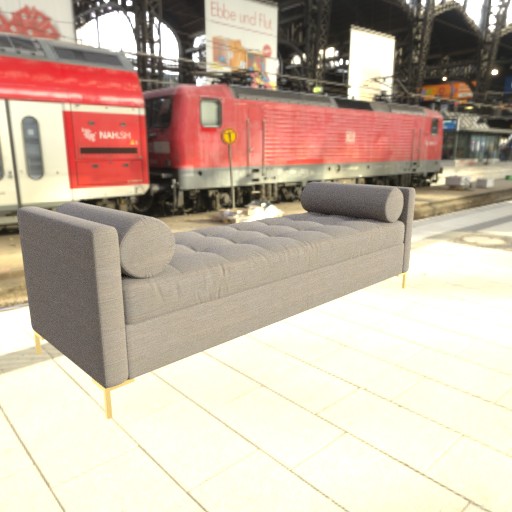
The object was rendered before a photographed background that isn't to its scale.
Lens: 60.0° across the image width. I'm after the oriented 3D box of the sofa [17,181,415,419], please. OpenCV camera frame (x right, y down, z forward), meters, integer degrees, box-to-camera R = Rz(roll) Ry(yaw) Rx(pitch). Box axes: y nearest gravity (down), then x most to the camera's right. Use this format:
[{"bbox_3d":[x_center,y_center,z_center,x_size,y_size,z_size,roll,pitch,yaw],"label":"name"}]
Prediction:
[{"bbox_3d":[0.000,0.000,2.247,1.981,0.635,0.686,-13,19,-43],"label":"sofa"}]
